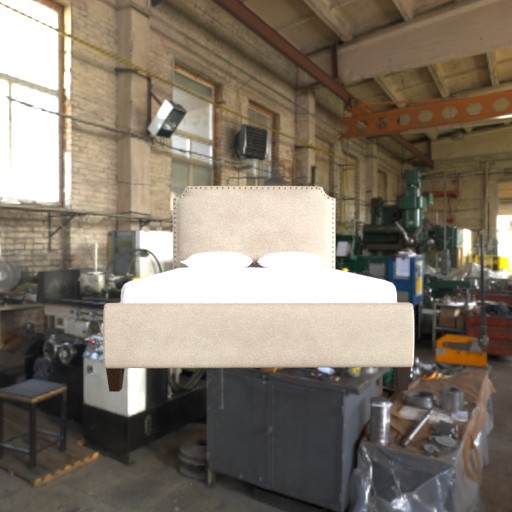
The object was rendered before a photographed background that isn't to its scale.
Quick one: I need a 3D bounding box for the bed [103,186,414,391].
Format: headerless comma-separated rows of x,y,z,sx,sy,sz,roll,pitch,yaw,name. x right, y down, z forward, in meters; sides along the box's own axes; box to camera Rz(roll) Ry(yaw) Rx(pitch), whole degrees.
0.000,0.000,3.552,1.712,1.443,2.372,0,1,-1,bed
